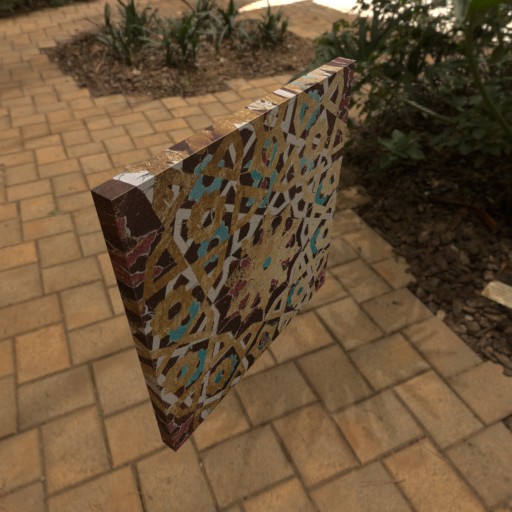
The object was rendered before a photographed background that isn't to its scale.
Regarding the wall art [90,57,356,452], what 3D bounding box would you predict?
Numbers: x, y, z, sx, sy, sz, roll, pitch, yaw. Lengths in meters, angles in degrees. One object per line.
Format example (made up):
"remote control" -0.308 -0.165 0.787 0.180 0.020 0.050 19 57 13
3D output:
"wall art" 0.000 0.000 0.897 0.041 0.613 0.609 26 47 27
